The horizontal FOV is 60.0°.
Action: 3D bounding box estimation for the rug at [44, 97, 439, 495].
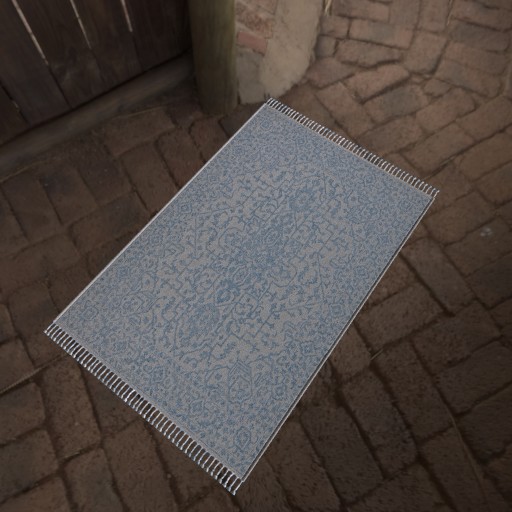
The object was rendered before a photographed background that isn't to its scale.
[{"bbox_3d":[0.000,0.000,3.009,1.524,0.010,2.438,34,69,15],"label":"rug"}]
